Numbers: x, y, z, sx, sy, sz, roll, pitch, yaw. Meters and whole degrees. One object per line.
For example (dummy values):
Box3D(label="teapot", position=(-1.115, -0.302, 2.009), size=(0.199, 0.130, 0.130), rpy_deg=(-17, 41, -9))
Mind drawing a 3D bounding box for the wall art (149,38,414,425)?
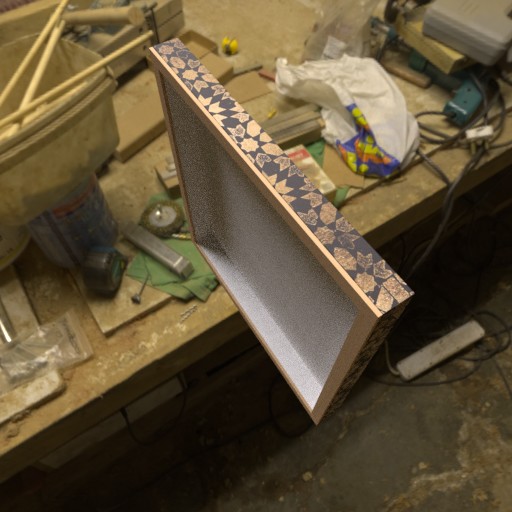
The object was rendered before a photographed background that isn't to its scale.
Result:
Box3D(label="wall art", position=(0.000, 0.000, 0.604), size=(0.038, 0.405, 0.405), rpy_deg=(-29, 62, -17))
